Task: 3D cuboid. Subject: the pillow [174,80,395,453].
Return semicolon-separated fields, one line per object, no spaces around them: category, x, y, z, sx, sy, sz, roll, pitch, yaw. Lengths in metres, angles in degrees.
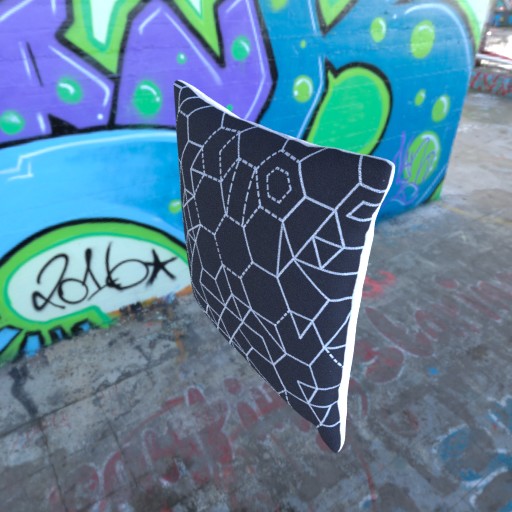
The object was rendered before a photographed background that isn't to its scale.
pillow;0.000;0.000;0.782;0.158;0.508;0.517;-20;38;-29
